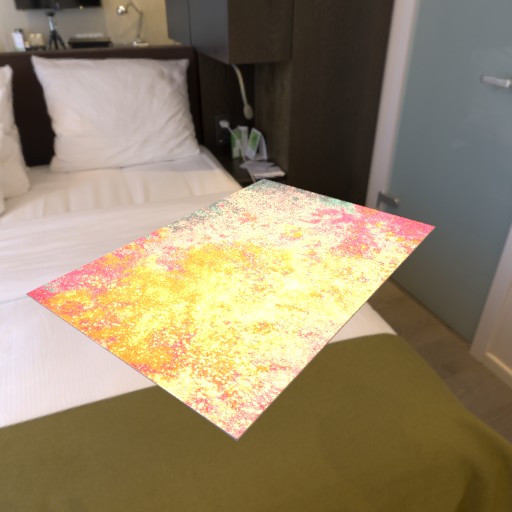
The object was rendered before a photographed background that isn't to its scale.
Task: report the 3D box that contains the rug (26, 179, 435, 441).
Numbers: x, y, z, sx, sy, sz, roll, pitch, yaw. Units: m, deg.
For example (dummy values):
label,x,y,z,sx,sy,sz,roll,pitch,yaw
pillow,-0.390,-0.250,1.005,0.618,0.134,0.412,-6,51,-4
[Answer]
label,x,y,z,sx,sy,sz,roll,pitch,yaw
rug,0.000,0.000,3.678,2.007,0.013,2.896,22,37,32
